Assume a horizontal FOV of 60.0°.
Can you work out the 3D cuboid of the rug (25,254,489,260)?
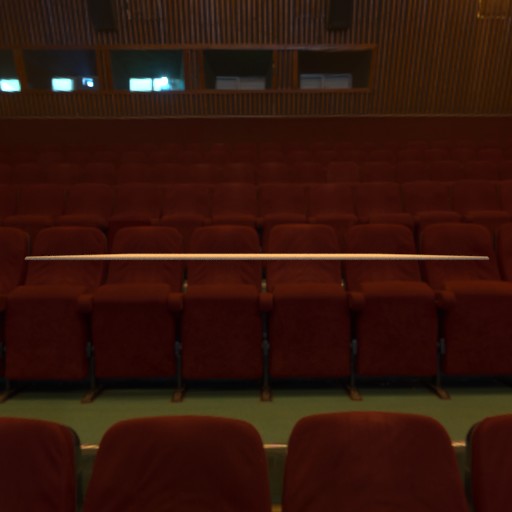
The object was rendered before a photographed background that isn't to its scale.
[{"bbox_3d":[0.000,0.000,4.032,2.976,0.018,2.430,0,1,-1],"label":"rug"}]
